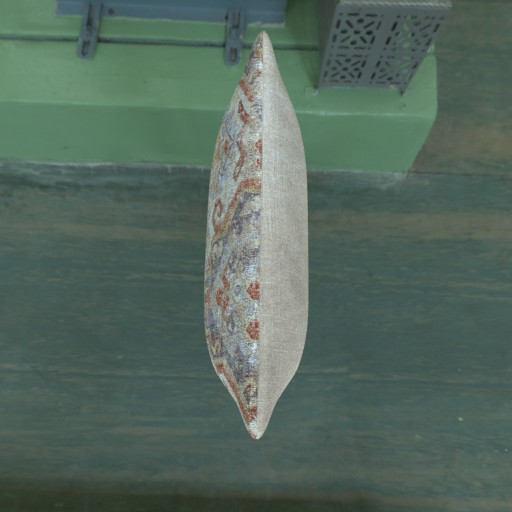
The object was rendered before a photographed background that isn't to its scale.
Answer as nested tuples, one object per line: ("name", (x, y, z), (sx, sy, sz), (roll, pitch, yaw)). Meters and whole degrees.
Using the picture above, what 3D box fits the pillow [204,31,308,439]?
("pillow", (0.000, 0.000, 0.780), (0.166, 0.506, 0.523), (1, 77, 0))
